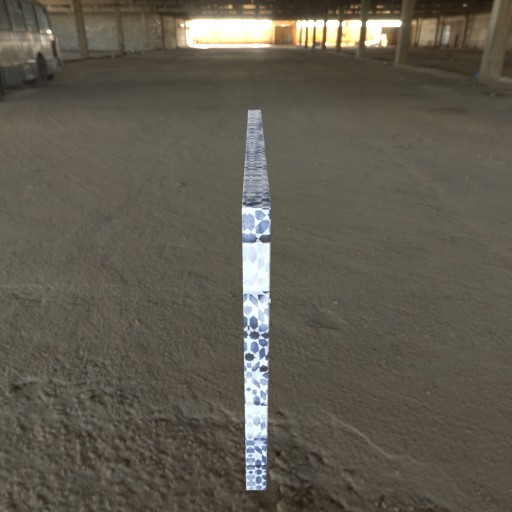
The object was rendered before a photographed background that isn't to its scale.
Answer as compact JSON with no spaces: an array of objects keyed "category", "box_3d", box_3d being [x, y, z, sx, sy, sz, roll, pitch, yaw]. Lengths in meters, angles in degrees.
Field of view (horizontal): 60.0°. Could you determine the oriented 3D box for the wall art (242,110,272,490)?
[{"category":"wall art","box_3d":[0.000,0.000,0.780,0.030,0.406,0.608,0,27,0]}]
